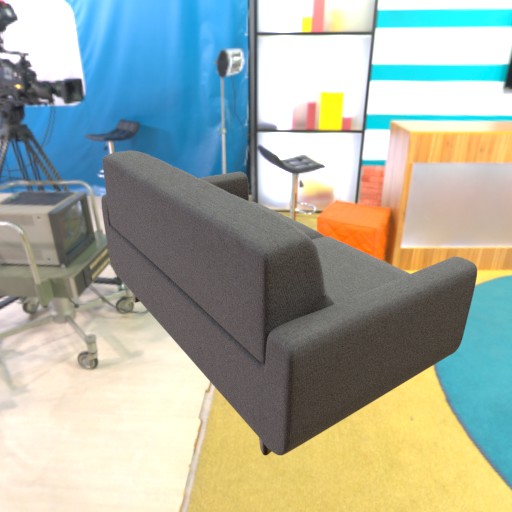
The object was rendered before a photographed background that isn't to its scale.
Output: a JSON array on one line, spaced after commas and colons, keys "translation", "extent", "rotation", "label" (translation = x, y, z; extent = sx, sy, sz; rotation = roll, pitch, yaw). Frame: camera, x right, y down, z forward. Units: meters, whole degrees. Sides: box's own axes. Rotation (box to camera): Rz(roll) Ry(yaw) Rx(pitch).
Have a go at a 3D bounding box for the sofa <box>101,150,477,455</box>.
[{"translation": [0.000, 0.000, 2.057], "extent": [0.909, 0.841, 1.631], "rotation": [-17, 30, -31], "label": "sofa"}]
